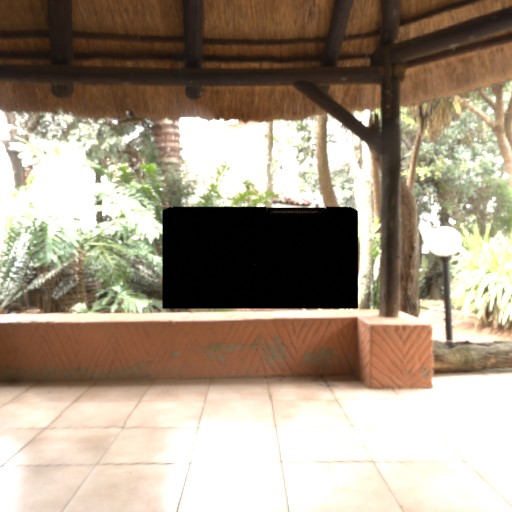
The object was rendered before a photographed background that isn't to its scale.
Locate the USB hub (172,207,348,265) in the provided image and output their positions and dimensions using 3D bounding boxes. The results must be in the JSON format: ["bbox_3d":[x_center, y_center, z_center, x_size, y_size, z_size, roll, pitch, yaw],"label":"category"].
[{"bbox_3d":[0.000,0.000,0.128,0.044,0.023,0.110,0,1,-2],"label":"USB hub"}]
